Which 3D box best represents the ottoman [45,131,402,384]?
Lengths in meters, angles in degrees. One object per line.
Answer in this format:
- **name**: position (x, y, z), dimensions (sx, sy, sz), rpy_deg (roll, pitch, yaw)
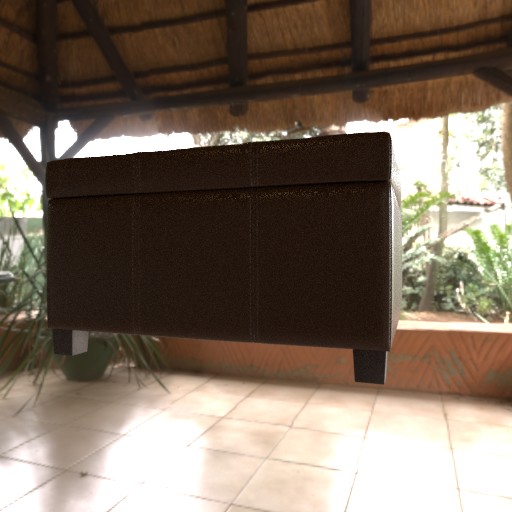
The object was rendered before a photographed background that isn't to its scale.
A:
- **ottoman**: position (0.000, 0.000, 1.264), dimensions (0.788, 0.460, 0.787), rpy_deg (0, 0, 19)
